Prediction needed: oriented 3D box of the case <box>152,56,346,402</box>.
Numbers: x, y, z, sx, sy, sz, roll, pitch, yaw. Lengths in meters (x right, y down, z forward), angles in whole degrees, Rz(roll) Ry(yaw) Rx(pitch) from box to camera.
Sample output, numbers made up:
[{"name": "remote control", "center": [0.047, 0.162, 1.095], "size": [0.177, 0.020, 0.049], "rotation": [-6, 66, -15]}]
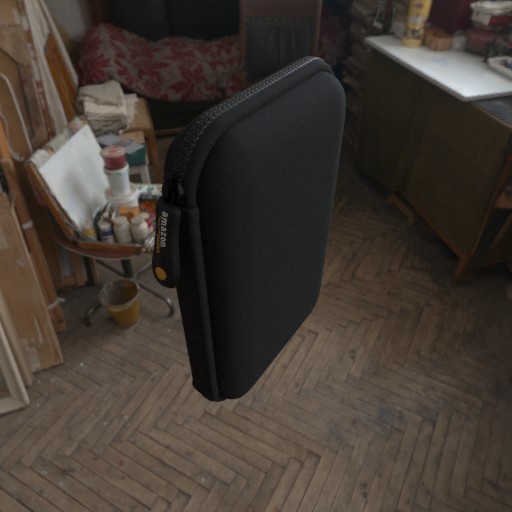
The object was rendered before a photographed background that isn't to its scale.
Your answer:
[{"name": "case", "center": [0.000, 0.000, 0.193], "size": [0.030, 0.147, 0.107], "rotation": [25, 48, 25]}]
